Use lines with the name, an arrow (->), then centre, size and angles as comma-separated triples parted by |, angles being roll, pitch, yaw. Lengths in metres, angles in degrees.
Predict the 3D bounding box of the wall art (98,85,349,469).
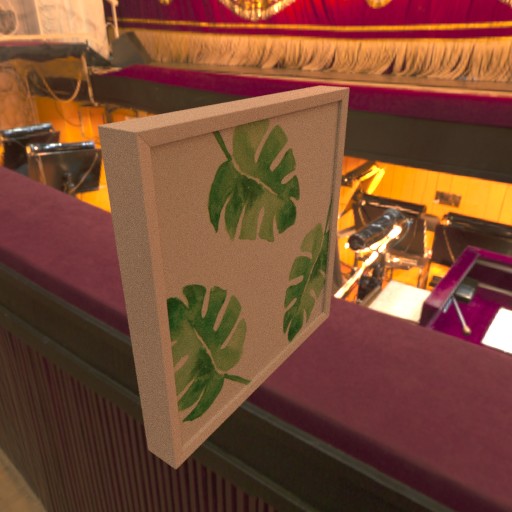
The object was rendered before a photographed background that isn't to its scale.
wall art -> 0.000, 0.000, 0.460 | 0.038, 0.305, 0.305 | 18, 32, 31
